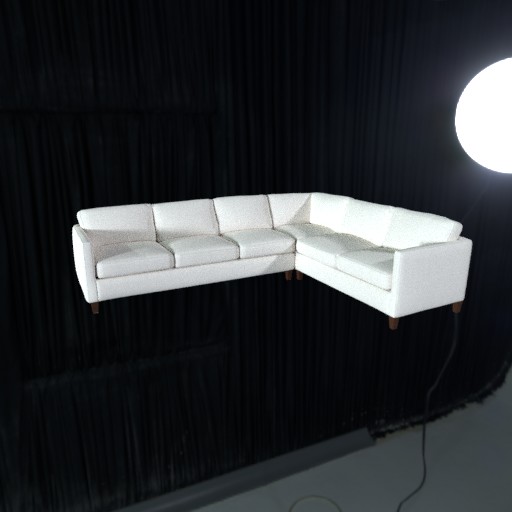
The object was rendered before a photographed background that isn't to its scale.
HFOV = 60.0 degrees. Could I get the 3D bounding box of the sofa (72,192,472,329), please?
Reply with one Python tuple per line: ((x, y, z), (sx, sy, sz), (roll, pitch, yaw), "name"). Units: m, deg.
((0.000, 0.000, 4.569), (3.302, 0.947, 2.593), (-8, 17, -26), "sofa")
